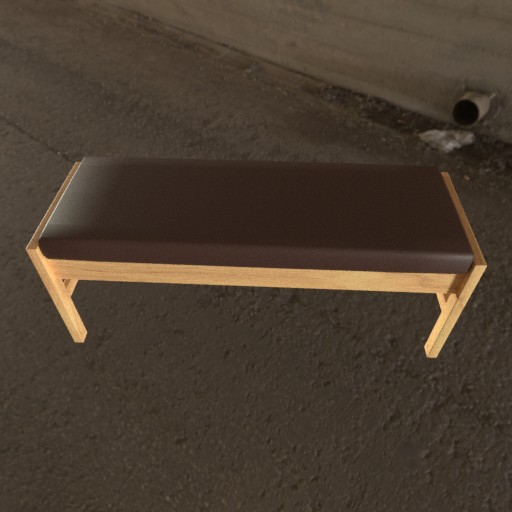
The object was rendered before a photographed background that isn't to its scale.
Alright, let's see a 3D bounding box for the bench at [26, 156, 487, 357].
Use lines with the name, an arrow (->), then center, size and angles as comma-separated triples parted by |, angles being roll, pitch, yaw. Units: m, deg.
bench -> 0.000, 0.000, 1.437 | 1.200, 0.480, 0.405 | 2, 46, 2
